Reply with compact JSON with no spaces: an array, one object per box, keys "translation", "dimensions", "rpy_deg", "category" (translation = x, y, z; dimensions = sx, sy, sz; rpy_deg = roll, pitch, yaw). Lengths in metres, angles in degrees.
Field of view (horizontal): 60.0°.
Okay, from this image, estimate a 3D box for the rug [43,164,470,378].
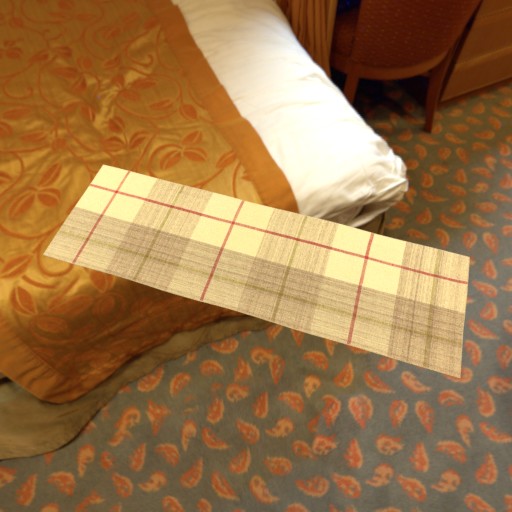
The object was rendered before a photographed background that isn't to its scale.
[{"translation":[0.000,0.000,2.652],"dimensions":[2.439,0.013,0.762],"rpy_deg":[15,60,9],"category":"rug"}]
